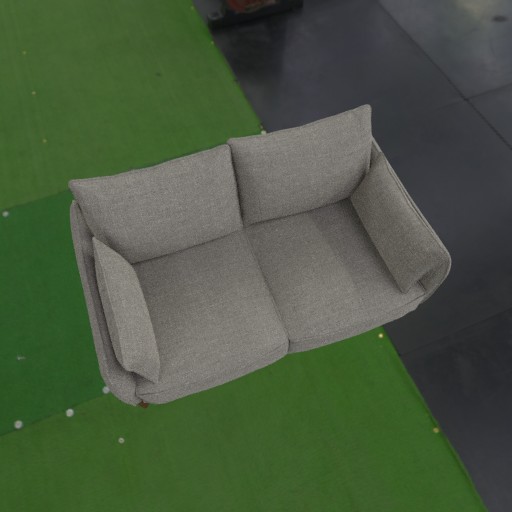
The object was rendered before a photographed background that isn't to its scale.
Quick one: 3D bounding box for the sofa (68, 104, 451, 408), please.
[{"bbox_3d":[0.000,0.000,2.133,1.580,0.851,0.972,-18,63,-9],"label":"sofa"}]
